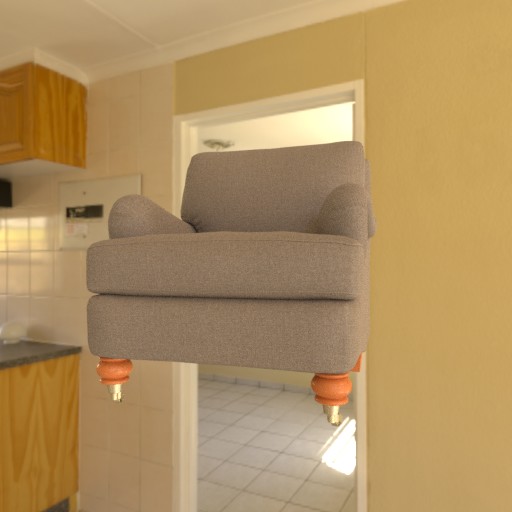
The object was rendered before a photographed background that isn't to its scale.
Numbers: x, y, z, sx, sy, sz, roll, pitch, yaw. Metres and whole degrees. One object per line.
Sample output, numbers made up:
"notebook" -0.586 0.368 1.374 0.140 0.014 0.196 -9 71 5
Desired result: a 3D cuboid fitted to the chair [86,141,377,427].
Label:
"chair" 0.000 0.000 1.834 0.955 1.038 1.070 0 -1 17
